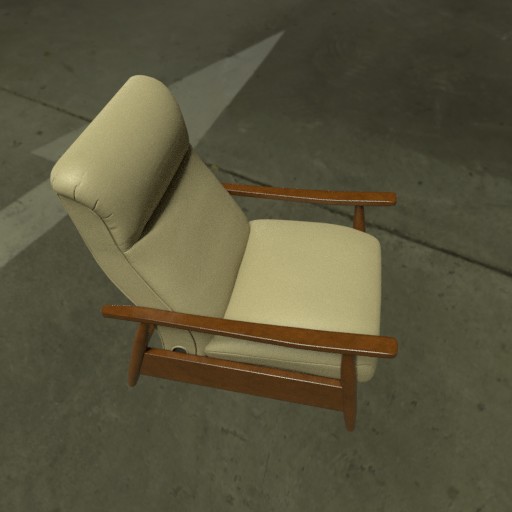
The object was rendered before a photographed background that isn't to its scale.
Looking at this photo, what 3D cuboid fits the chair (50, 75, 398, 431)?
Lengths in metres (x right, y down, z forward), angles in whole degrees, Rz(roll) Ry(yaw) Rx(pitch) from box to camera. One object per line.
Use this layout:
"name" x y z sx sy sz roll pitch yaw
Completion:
"chair" 0.000 0.000 1.683 1.014 1.082 0.762 9 48 8
